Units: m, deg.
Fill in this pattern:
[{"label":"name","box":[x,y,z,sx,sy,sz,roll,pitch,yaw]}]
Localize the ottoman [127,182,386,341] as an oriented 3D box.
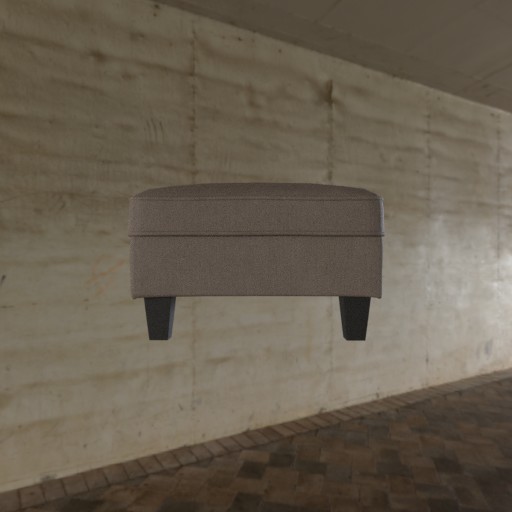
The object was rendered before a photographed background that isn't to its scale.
[{"label":"ottoman","box":[0.000,0.000,2.069,0.751,0.470,1.764,0,0,1]}]
